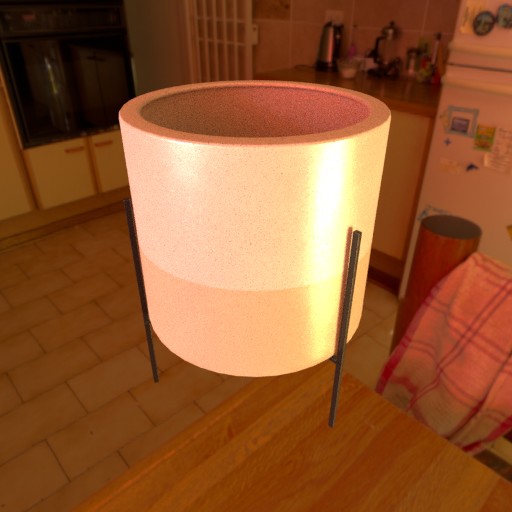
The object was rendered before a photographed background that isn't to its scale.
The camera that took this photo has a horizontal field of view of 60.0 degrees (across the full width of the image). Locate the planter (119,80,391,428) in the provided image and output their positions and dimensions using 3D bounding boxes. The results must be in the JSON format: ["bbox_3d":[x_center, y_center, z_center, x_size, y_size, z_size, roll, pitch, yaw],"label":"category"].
[{"bbox_3d":[0.000,0.000,0.725,0.359,0.484,0.368,9,33,15],"label":"planter"}]
